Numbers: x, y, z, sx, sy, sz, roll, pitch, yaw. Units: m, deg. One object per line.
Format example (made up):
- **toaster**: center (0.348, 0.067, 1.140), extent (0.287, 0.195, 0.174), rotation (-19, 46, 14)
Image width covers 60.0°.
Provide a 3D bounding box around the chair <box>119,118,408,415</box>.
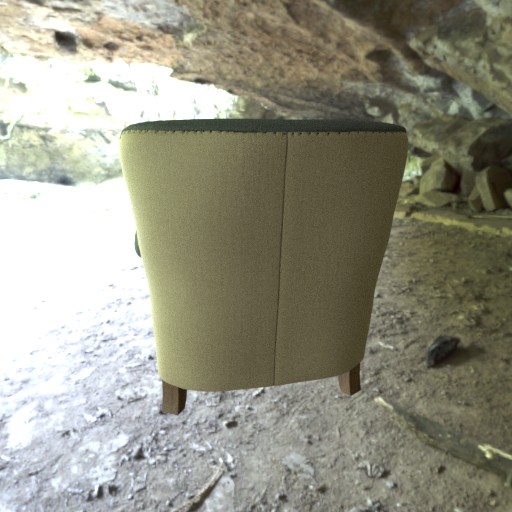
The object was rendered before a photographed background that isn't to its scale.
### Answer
- **chair**: center (0.000, 0.000, 1.643), extent (0.861, 0.936, 0.921), rotation (-2, 15, -9)
